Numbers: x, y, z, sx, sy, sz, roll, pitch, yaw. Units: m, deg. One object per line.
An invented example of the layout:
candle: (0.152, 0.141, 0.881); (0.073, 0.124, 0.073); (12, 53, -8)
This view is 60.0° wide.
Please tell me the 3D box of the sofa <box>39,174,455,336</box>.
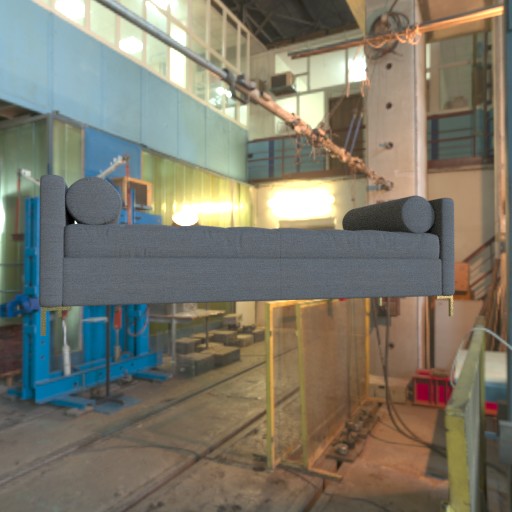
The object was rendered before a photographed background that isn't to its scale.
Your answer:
sofa: (0.000, 0.000, 2.330); (1.981, 0.635, 0.686); (0, -1, -19)
